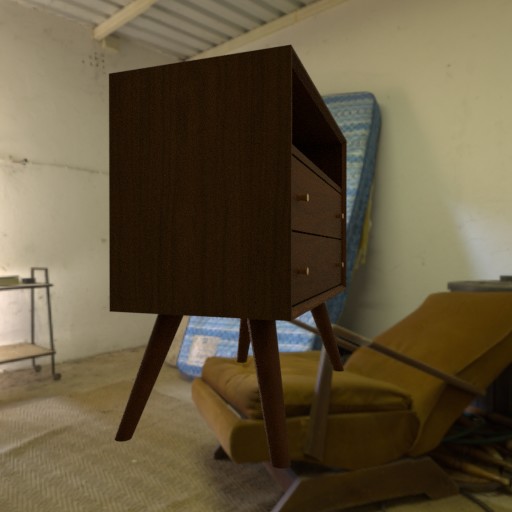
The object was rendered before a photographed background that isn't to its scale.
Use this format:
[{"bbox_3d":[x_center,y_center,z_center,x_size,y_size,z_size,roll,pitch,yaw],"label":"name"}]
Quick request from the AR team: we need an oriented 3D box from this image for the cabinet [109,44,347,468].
[{"bbox_3d":[0.000,0.000,1.176,0.388,0.748,0.712,0,1,19],"label":"cabinet"}]
